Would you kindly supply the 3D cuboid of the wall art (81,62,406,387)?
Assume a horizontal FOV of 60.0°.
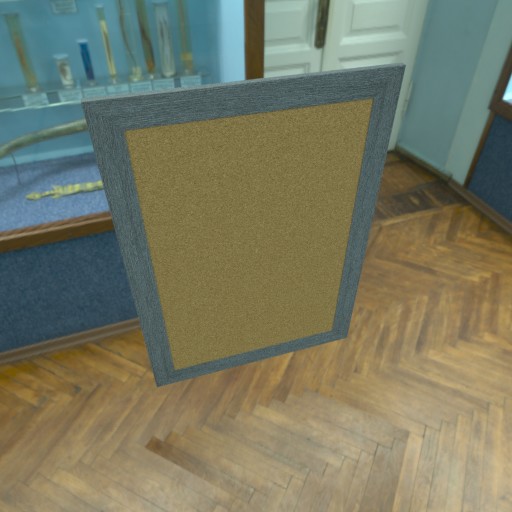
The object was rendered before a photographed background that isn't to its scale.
[{"bbox_3d":[0.000,0.000,1.367,0.768,1.070,0.020,-12,43,-13],"label":"wall art"}]
